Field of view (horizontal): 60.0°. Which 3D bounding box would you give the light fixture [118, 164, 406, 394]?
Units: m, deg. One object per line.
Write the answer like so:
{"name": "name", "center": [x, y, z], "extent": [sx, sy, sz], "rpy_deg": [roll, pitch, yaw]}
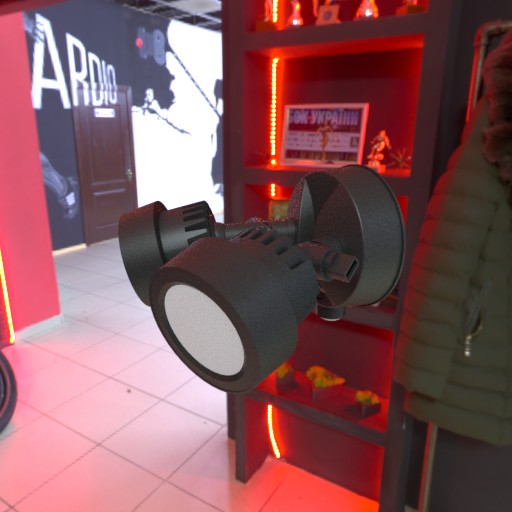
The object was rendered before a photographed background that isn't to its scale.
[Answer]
{"name": "light fixture", "center": [0.000, 0.000, 0.307], "extent": [0.168, 0.120, 0.213], "rpy_deg": [-8, 18, -25]}
